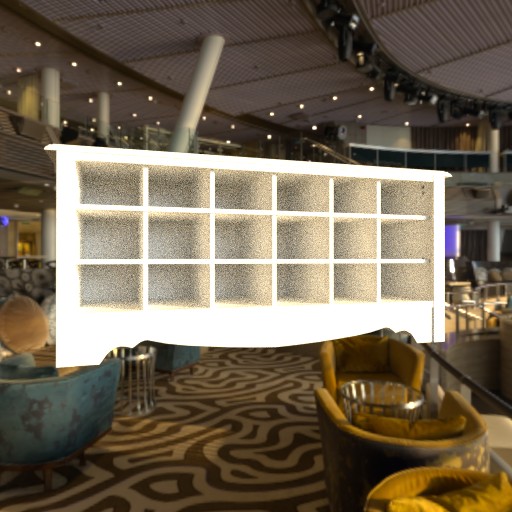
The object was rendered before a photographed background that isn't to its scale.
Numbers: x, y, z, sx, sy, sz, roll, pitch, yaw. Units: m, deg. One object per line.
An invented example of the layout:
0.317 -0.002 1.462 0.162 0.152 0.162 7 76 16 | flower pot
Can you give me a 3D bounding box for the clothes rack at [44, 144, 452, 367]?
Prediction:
0.000 0.000 1.463 1.218 0.558 0.405 0 0 -17 | clothes rack
